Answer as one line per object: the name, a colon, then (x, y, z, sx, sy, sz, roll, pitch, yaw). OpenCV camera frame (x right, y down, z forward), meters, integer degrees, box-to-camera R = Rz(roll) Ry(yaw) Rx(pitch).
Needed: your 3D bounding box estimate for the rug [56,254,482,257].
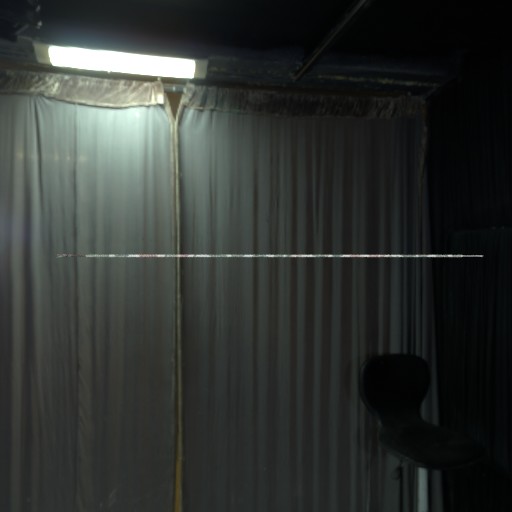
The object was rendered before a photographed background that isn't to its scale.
rug: (0.000, 0.000, 2.351, 1.829, 0.010, 1.219, 0, 0, -17)
